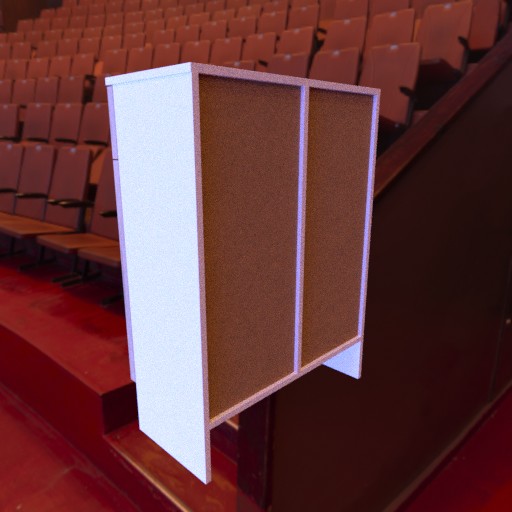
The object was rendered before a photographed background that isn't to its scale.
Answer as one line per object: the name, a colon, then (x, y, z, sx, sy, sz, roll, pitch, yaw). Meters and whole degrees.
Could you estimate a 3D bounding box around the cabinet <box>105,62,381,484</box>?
cabinet: (0.000, 0.000, 1.123, 0.296, 0.815, 0.600, 14, 21, 43)
